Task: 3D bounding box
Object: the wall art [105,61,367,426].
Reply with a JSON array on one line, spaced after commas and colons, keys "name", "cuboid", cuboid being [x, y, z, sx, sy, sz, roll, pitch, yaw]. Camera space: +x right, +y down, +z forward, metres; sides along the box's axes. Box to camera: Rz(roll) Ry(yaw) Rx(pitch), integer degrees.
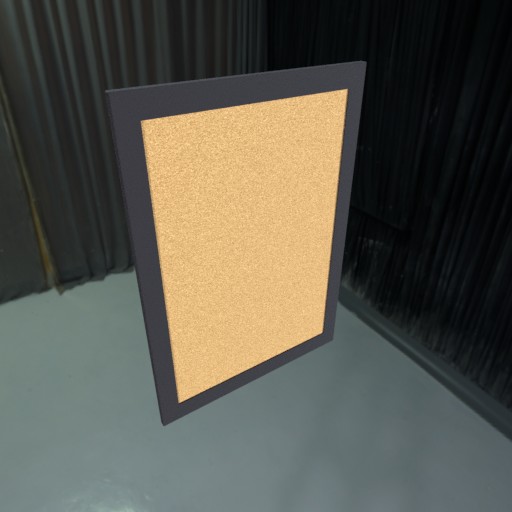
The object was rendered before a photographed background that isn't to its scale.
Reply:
[{"name": "wall art", "cuboid": [0.000, 0.000, 0.687, 0.374, 0.529, 0.012, -19, 37, -28]}]
